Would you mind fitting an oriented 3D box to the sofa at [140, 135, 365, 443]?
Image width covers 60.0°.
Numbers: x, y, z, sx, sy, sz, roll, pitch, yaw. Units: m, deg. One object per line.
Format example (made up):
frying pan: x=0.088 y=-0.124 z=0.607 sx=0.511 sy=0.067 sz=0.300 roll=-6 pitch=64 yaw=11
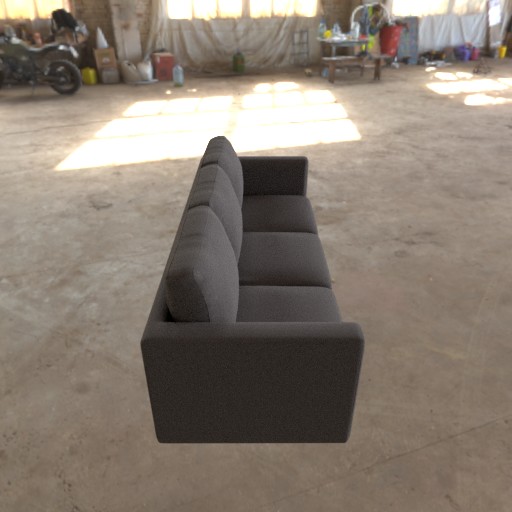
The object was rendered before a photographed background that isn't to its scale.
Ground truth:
sofa: x=0.000 y=0.000 z=2.497 sx=0.802 sy=0.912 sz=2.029 roll=0 pitch=31 yaw=0
